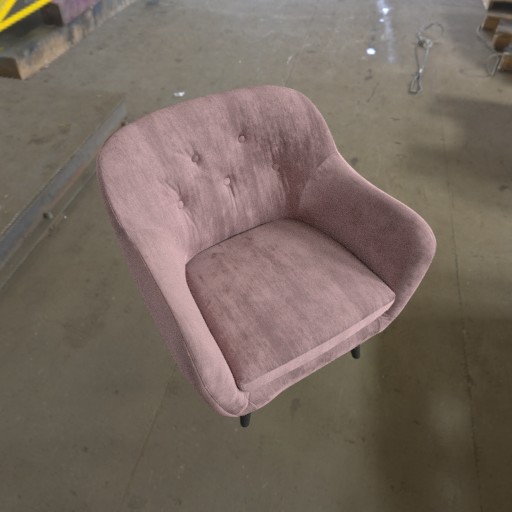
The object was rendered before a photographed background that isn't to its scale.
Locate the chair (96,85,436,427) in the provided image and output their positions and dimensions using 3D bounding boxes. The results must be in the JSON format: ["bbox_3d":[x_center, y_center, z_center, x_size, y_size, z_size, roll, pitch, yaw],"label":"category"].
[{"bbox_3d":[0.000,0.000,1.522,0.840,0.820,0.820,-24,52,-21],"label":"chair"}]
